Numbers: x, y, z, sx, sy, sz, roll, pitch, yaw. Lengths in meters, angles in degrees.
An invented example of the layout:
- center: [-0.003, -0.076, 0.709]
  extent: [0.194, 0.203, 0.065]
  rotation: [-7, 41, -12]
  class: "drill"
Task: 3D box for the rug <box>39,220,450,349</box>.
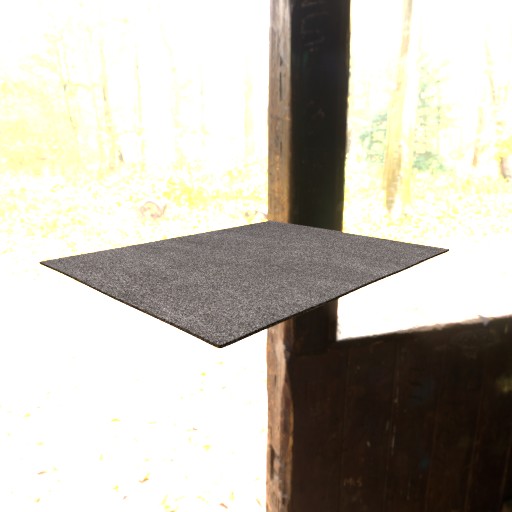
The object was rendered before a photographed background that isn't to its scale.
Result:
- center: [0.000, 0.000, 4.113]
  extent: [2.401, 0.025, 3.000]
  rotation: [13, 19, 43]
  class: "rug"
